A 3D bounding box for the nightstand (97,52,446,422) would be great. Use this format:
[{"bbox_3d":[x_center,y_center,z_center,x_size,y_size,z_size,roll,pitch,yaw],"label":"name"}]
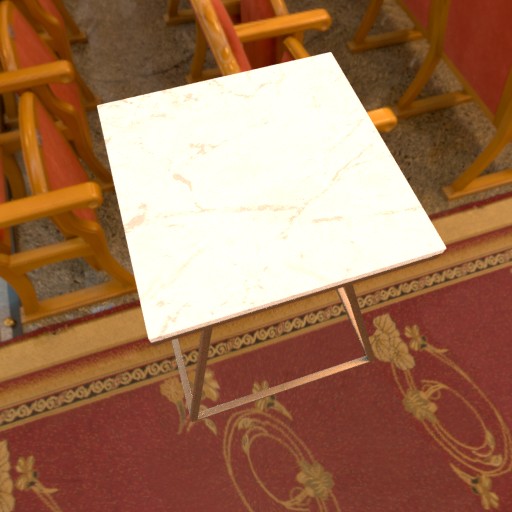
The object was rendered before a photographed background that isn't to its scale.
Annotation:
[{"bbox_3d":[0.000,0.000,0.898,0.455,0.554,0.455,-16,64,-8],"label":"nightstand"}]
